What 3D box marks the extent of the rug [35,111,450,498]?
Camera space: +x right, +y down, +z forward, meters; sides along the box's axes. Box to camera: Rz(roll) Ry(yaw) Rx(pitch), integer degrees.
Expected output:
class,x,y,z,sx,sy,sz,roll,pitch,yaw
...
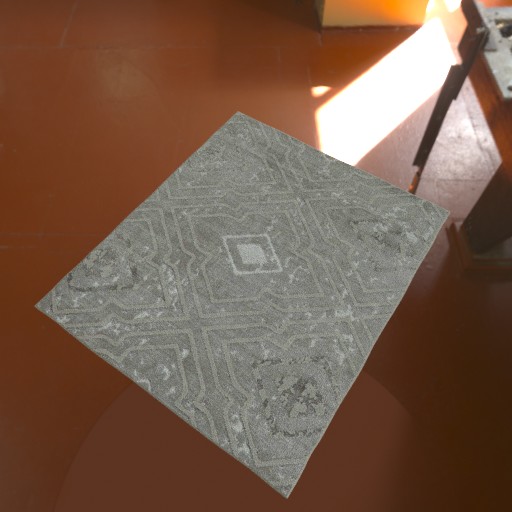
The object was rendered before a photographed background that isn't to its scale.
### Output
class,x,y,z,sx,sy,sz,roll,pitch,yaw
rug,0.000,0.000,0.867,0.548,0.006,0.639,30,63,17
